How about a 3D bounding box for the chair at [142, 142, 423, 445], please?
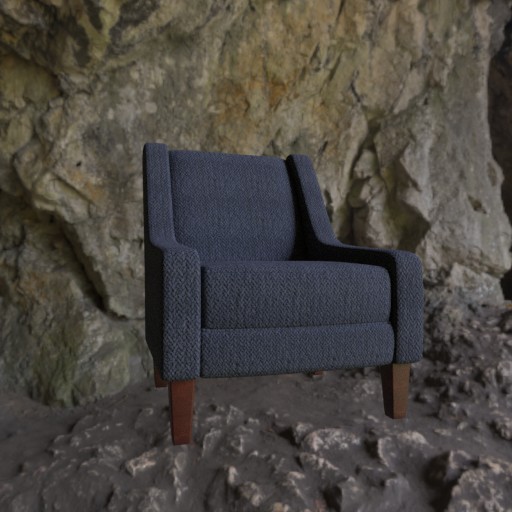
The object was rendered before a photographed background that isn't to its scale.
[{"bbox_3d":[0.000,0.000,1.664,0.793,1.012,0.944,0,-1,-17],"label":"chair"}]
